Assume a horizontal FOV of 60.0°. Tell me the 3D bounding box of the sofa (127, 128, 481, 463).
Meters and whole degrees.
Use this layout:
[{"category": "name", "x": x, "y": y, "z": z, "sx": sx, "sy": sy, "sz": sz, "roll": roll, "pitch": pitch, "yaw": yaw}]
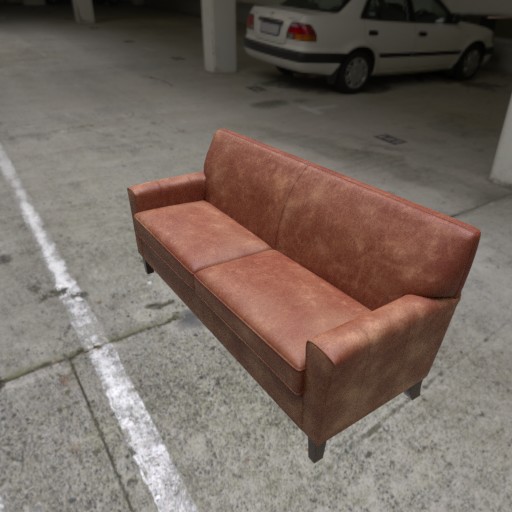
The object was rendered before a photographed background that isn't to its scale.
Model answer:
[{"category": "sofa", "x": 0.000, "y": 0.000, "z": 2.523, "sx": 0.805, "sy": 0.947, "sz": 2.053, "roll": -18, "pitch": 34, "yaw": -29}]
